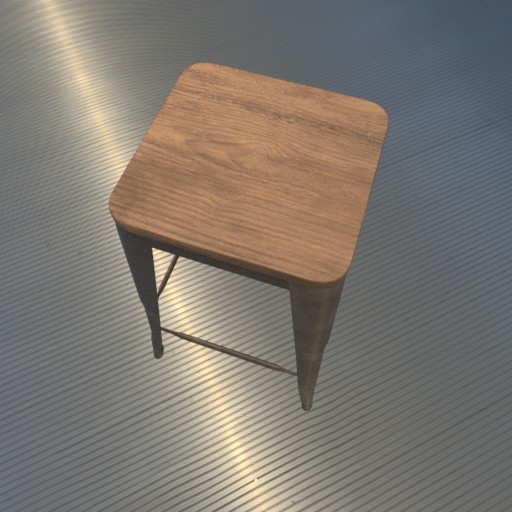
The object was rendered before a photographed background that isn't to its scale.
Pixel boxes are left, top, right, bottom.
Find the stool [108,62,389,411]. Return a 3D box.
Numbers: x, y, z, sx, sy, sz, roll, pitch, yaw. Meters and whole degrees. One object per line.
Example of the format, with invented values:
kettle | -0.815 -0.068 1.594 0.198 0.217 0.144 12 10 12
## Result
stool | 0.000 0.000 0.885 0.407 0.607 0.407 17 64 8
